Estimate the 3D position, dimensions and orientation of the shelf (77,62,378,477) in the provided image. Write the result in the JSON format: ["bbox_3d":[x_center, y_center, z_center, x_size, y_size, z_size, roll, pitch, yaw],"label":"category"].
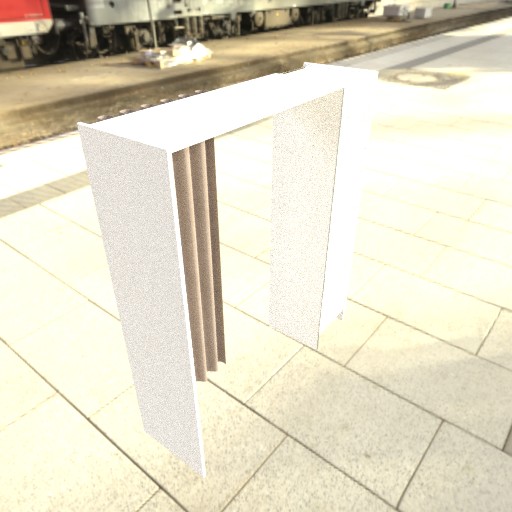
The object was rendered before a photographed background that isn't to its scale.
[{"bbox_3d":[0.000,0.000,2.552,0.500,1.820,1.600,22,39,30],"label":"shelf"}]
